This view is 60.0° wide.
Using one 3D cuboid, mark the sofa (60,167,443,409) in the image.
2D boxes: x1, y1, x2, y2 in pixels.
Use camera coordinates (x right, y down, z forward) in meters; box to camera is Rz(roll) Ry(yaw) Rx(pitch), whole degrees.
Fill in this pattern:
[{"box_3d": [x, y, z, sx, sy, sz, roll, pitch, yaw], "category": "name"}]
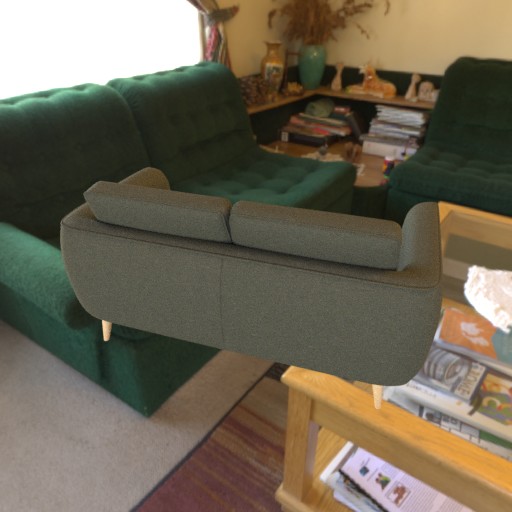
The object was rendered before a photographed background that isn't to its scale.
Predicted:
[{"box_3d": [0.000, 0.000, 2.217, 1.700, 0.850, 0.920, 10, 32, 16], "category": "sofa"}]
